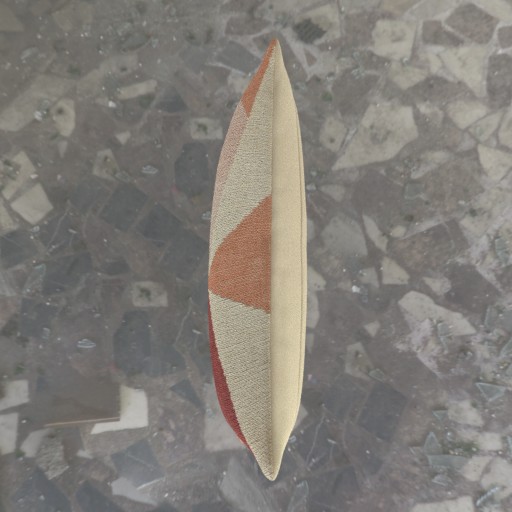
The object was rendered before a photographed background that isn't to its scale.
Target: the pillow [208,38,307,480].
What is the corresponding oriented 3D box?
[{"bbox_3d":[0.000,0.000,0.722,0.155,0.292,0.609,1,76,0],"label":"pillow"}]
